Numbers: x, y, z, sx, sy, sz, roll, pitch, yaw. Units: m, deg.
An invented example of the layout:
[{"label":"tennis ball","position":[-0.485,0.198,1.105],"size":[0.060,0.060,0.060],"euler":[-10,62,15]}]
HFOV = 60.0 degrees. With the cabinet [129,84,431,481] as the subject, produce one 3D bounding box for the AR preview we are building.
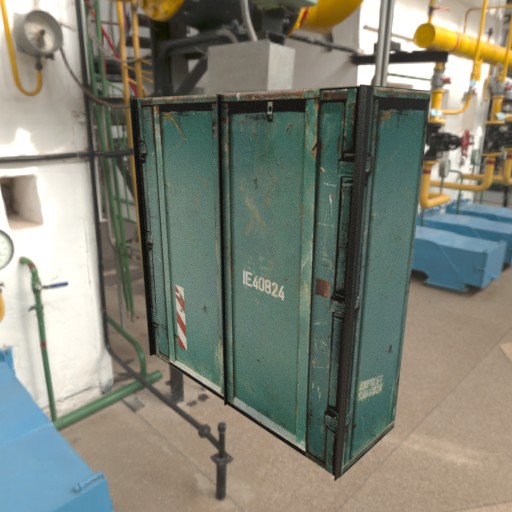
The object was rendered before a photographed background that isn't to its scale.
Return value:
[{"label":"cabinet","position":[0.000,0.000,3.161],"size":[0.680,2.160,2.000],"euler":[-16,24,-42]}]
